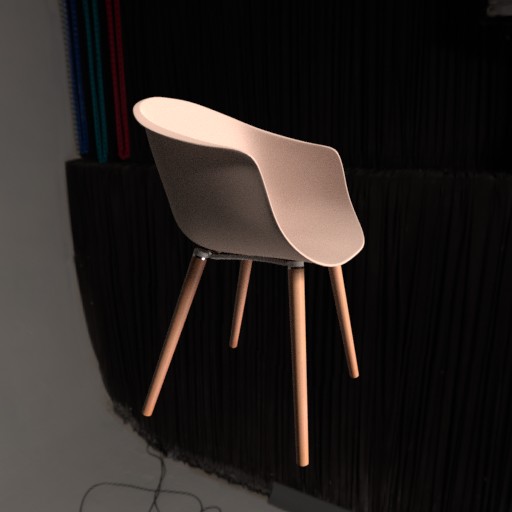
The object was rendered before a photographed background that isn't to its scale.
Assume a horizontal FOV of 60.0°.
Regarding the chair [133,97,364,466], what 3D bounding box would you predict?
[{"bbox_3d":[0.000,0.000,1.129,0.504,0.781,0.593,7,16,26],"label":"chair"}]
